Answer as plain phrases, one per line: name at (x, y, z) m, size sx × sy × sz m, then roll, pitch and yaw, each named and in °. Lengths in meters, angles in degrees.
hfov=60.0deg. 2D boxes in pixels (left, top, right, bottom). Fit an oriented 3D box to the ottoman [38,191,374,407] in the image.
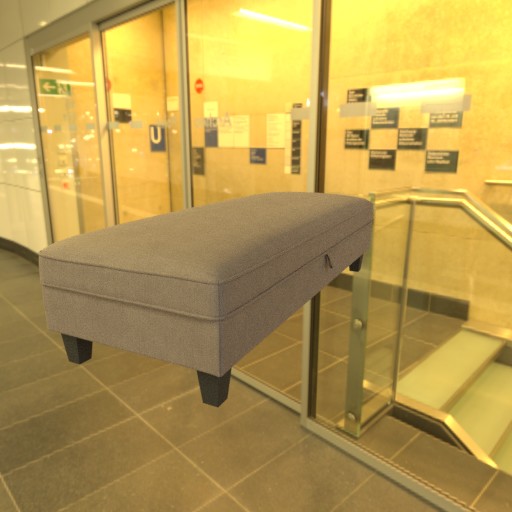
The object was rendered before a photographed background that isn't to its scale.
ottoman at (0.000, 0.000, 2.062) m, size 0.751 × 0.470 × 1.764 m, roll 7°, pitch 16°, yaw 26°
